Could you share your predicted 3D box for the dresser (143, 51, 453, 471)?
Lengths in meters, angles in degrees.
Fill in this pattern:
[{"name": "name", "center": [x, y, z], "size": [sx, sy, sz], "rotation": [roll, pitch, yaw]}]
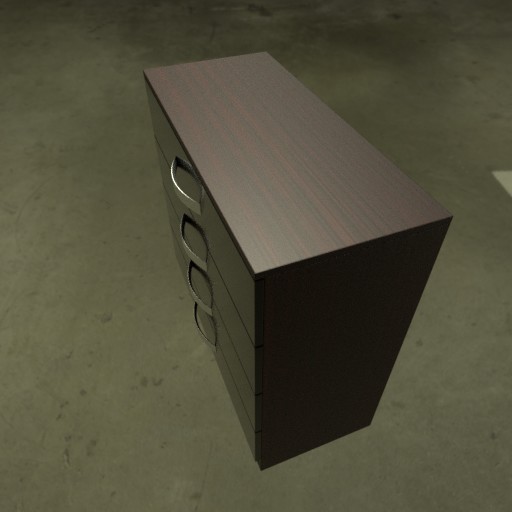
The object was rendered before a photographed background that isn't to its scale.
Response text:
[{"name": "dresser", "center": [0.000, 0.000, 1.139], "size": [0.360, 0.720, 0.750], "rotation": [-16, 46, -15]}]
